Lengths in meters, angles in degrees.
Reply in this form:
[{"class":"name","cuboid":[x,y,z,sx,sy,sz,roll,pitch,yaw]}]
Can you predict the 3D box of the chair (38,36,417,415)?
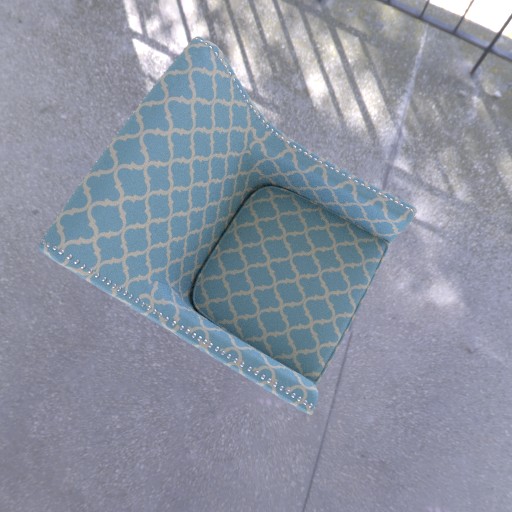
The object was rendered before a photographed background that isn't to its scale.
[{"class":"chair","cuboid":[0.000,0.000,1.292,0.686,0.817,0.617,29,76,8]}]
